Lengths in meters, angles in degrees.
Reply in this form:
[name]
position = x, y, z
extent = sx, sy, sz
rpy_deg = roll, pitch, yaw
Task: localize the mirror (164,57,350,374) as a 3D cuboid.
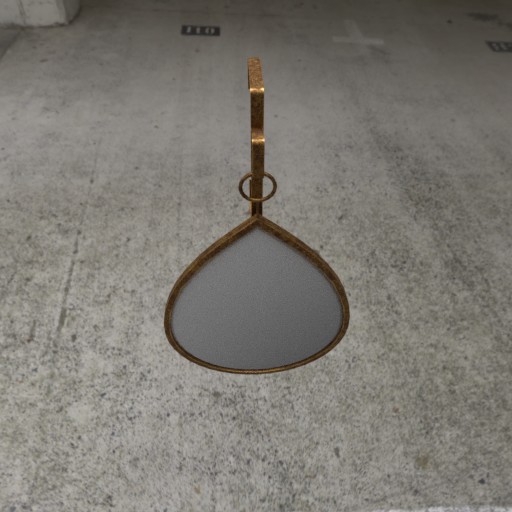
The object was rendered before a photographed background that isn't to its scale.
[mirror]
position = 0.000, 0.000, 0.899
extent = 0.405, 0.744, 0.144
rpy_deg = -2, 47, -2
